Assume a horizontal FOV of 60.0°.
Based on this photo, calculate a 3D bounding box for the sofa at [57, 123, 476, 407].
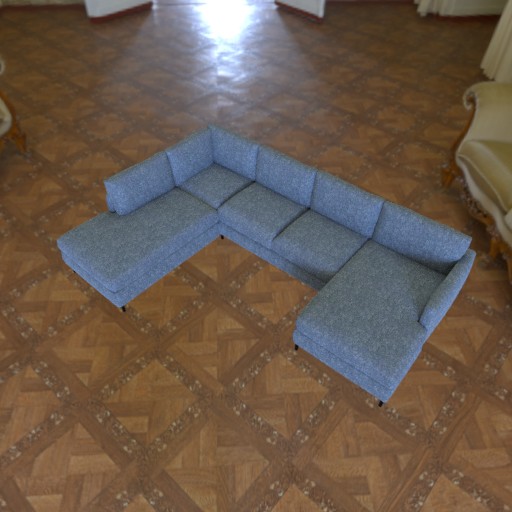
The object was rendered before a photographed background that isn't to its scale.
[{"bbox_3d":[0.000,0.000,3.488,2.737,0.756,1.879,31,52,27],"label":"sofa"}]
